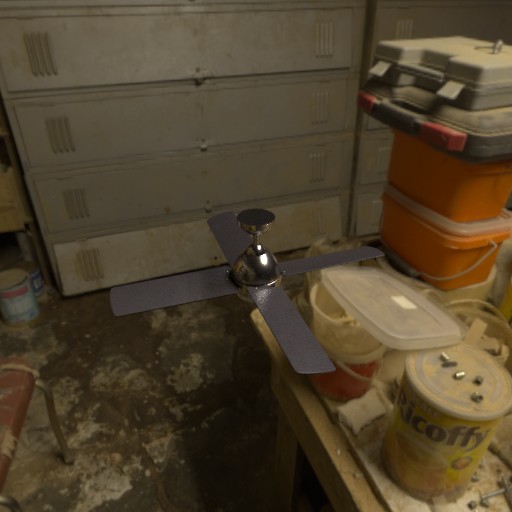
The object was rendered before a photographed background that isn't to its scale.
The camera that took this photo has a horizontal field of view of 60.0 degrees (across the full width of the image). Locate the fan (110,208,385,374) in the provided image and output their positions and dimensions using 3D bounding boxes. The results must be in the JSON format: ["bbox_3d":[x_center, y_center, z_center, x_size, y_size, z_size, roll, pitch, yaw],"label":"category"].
[{"bbox_3d":[0.000,0.000,2.049,1.332,0.403,1.332,-10,33,-16],"label":"fan"}]
